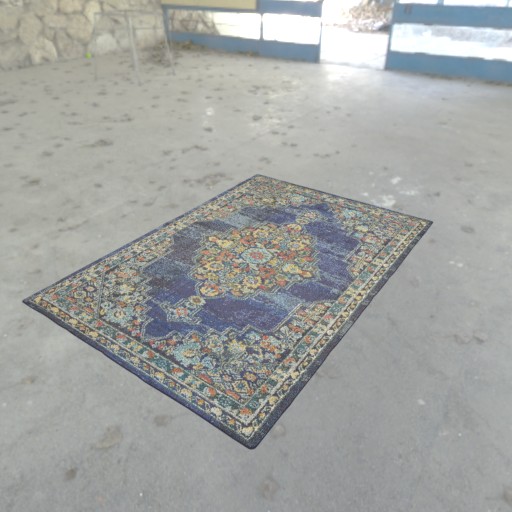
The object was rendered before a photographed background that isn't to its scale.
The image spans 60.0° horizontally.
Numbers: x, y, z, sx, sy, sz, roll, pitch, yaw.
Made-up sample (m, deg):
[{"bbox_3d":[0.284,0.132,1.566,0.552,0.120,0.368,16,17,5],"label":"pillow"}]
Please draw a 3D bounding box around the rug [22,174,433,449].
[{"bbox_3d":[0.000,0.000,3.683,2.053,0.011,2.940,21,38,29],"label":"rug"}]
